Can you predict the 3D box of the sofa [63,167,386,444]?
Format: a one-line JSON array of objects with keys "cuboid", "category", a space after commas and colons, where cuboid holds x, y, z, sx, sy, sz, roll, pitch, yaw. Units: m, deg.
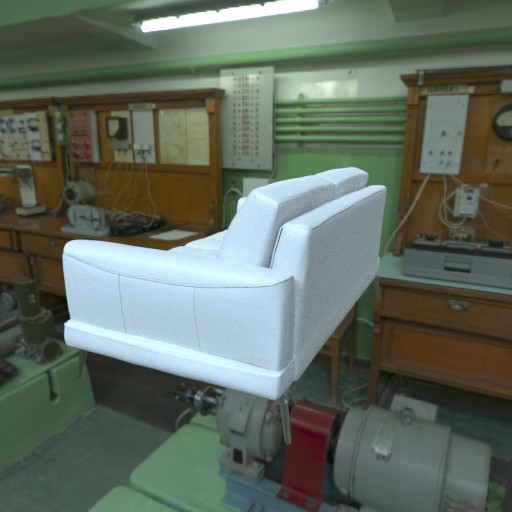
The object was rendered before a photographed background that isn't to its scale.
[{"cuboid": [0.000, 0.000, 2.481, 1.121, 0.930, 1.819, 7, 17, 25], "category": "sofa"}]
